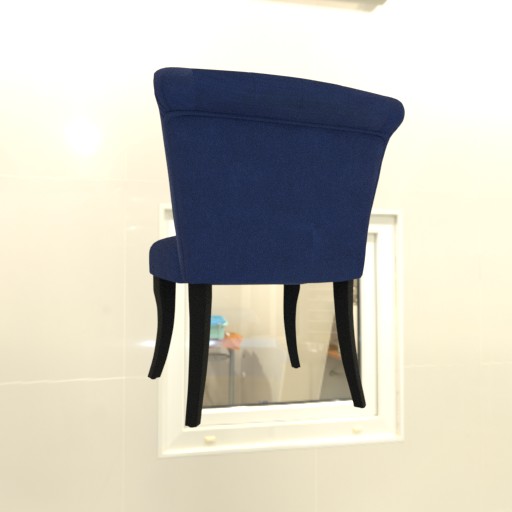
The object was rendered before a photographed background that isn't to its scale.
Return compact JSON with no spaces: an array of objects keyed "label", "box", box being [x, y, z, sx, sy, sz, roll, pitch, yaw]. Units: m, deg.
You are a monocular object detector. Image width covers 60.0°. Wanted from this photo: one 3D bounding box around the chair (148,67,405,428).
[{"label":"chair","box":[0.000,0.000,1.190,0.585,0.753,0.606,0,-2,-18]}]
